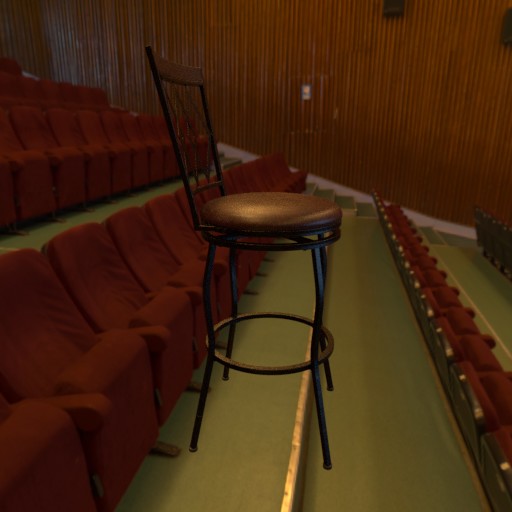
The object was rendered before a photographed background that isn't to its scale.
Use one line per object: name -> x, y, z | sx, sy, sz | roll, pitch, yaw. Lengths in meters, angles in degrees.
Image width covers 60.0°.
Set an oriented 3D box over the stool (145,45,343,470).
stool -> 0.000, 0.000, 1.364 | 0.521, 1.134, 0.432 | 3, 16, 10
